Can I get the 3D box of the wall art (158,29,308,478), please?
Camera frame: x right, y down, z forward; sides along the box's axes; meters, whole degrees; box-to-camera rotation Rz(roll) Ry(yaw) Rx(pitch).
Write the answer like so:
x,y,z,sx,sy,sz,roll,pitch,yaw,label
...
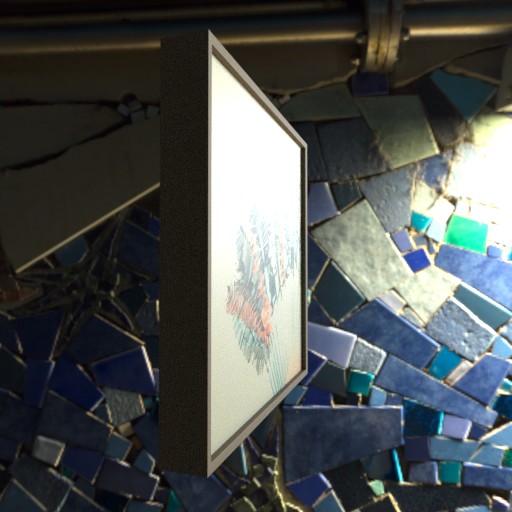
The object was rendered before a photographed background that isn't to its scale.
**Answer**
x,y,z,sx,sy,sz,roll,pitch,yaw,label
0.000,0.000,0.449,0.038,0.303,0.304,0,-1,19,wall art
